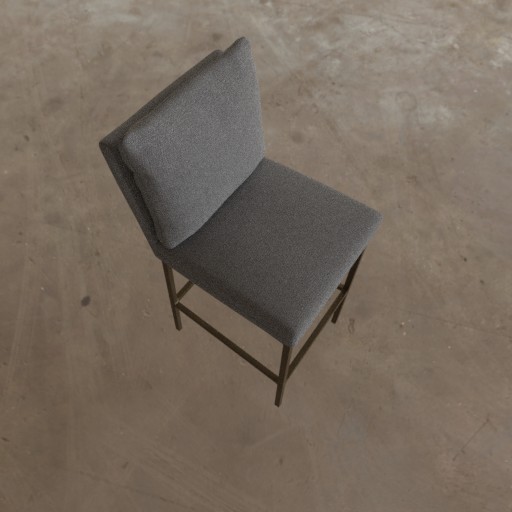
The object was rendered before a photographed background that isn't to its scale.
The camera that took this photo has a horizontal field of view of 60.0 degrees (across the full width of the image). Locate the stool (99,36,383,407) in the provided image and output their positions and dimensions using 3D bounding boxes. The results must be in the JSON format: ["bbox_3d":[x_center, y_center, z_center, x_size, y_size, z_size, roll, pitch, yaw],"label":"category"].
[{"bbox_3d":[0.000,0.000,1.397,0.569,1.132,0.463,32,64,18],"label":"stool"}]
